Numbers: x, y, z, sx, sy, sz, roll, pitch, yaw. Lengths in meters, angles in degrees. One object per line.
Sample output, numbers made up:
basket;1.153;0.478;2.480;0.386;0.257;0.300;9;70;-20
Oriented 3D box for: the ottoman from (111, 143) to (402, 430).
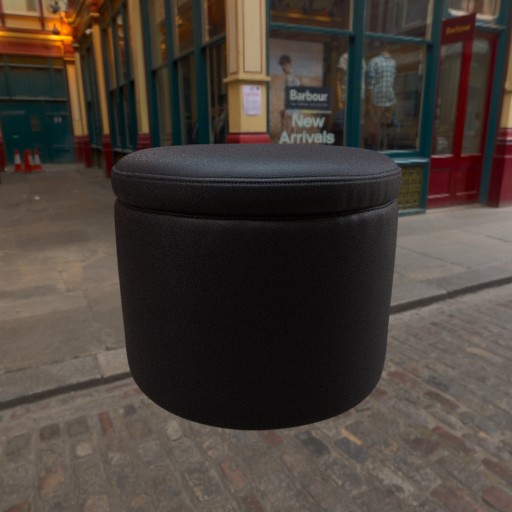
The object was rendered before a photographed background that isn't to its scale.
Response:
ottoman;0.000;0.000;0.840;0.501;0.409;0.501;0;16;0
